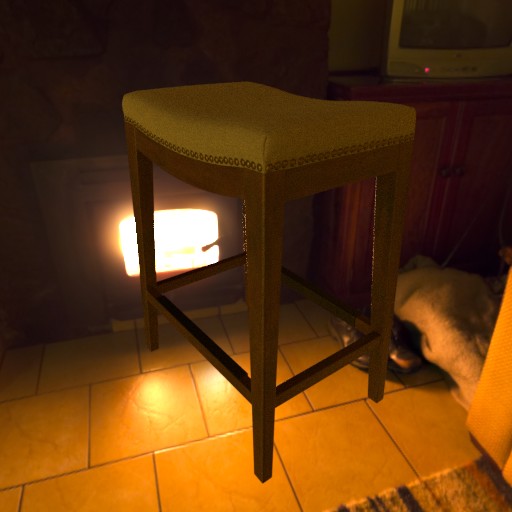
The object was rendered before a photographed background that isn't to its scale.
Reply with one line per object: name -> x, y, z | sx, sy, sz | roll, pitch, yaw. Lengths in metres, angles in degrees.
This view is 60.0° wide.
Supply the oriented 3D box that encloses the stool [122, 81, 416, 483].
stool -> 0.000, 0.000, 0.961 | 0.356, 0.660, 0.508 | -19, 33, -33
